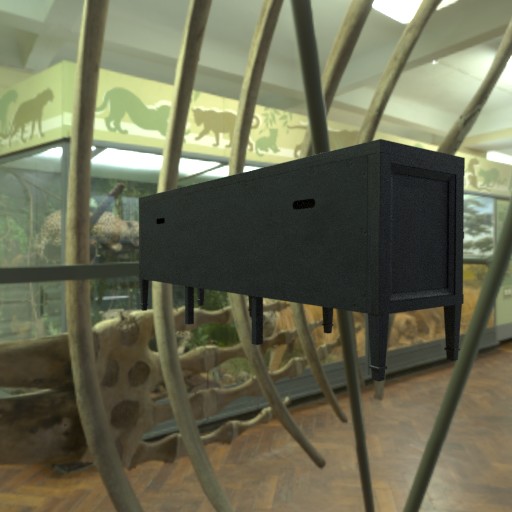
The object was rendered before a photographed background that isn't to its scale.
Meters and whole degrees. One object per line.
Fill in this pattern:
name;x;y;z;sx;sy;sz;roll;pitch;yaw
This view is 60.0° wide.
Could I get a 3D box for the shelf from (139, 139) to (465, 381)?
shelf;0.000;0.000;2.194;0.471;0.715;1.878;-1;1;-36
